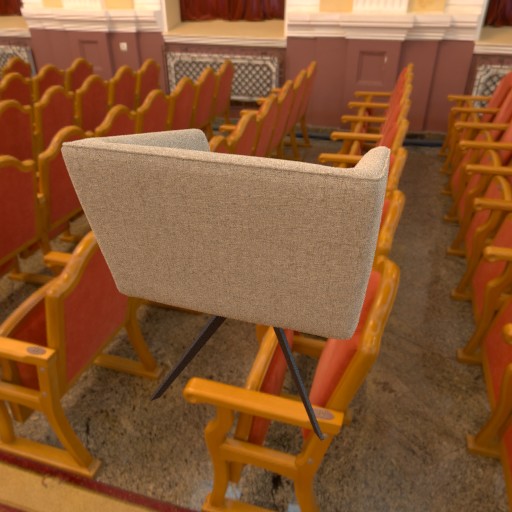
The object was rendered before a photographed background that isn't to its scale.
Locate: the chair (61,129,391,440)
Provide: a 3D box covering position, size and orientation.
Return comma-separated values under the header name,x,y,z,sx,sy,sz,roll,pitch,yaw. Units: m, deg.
name,x,y,z,sx,sy,sz,roll,pitch,yaw
chair,0.000,0.000,1.225,0.628,0.760,0.623,10,33,15
